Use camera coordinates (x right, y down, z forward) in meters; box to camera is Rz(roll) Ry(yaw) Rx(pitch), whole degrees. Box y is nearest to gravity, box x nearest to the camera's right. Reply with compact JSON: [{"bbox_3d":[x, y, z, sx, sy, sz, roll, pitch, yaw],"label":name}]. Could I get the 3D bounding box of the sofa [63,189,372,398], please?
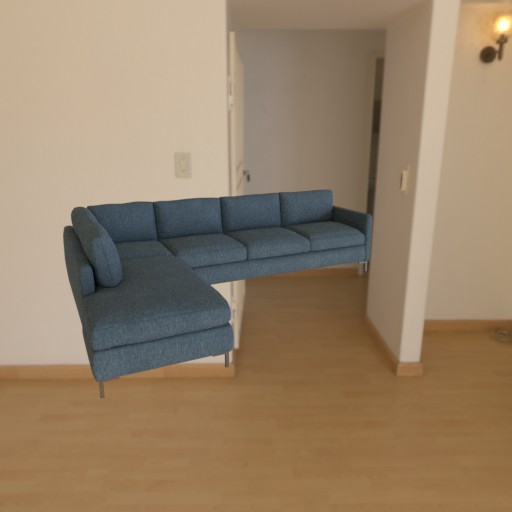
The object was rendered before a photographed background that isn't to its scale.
[{"bbox_3d":[0.000,0.000,3.801,2.949,0.815,2.007,-8,17,-25],"label":"sofa"}]
